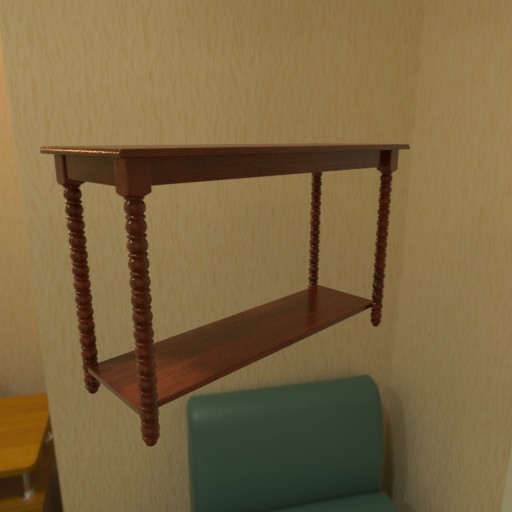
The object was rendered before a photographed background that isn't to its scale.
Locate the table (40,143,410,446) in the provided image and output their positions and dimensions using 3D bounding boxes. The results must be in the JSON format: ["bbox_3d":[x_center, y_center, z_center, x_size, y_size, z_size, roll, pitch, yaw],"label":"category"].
[{"bbox_3d":[0.000,0.000,1.521,1.184,0.740,0.459,-14,20,-42],"label":"table"}]
